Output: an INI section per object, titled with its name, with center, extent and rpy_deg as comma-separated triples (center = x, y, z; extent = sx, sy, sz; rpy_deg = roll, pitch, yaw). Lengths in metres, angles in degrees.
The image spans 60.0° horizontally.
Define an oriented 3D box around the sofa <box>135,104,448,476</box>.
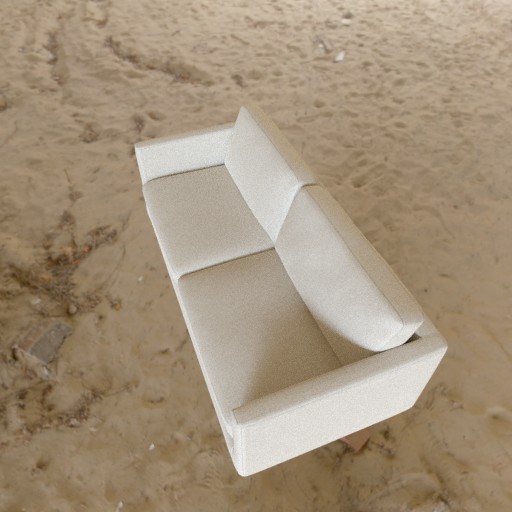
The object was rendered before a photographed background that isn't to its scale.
[sofa]
center = 0.000, 0.000, 2.498
extent = 0.965, 0.889, 1.981
rpy_deg = -16, 49, -14
